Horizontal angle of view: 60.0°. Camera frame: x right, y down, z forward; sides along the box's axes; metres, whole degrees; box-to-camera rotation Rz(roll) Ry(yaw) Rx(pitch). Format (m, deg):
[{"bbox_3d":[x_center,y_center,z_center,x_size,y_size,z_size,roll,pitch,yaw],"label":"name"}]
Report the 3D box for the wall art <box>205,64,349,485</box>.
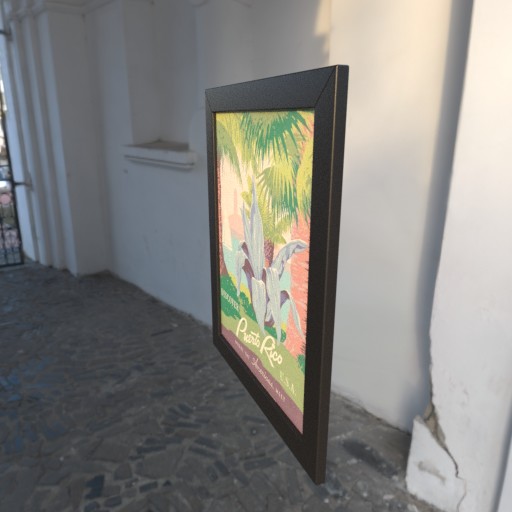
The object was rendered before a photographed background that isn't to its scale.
[{"bbox_3d":[0.000,0.000,0.789,0.018,0.582,0.481,-7,19,-23],"label":"wall art"}]
